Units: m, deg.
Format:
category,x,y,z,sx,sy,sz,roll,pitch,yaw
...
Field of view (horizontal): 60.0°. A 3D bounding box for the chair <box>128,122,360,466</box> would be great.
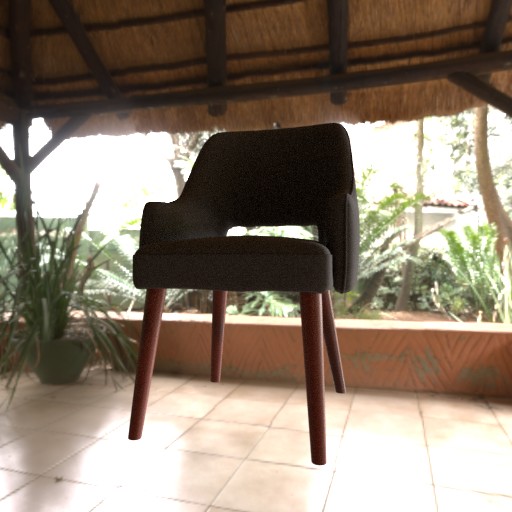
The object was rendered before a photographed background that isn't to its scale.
category,x,y,z,sx,sy,sz,roll,pitch,yaw
chair,0.000,0.000,1.214,0.559,0.838,0.560,0,0,17
